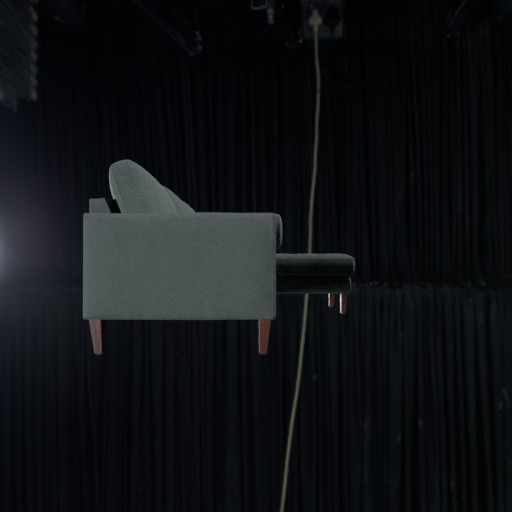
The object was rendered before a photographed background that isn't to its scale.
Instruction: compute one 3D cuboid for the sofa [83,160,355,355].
[{"bbox_3d":[0.000,0.000,2.973,1.506,0.876,2.178,0,-1,0],"label":"sofa"}]
